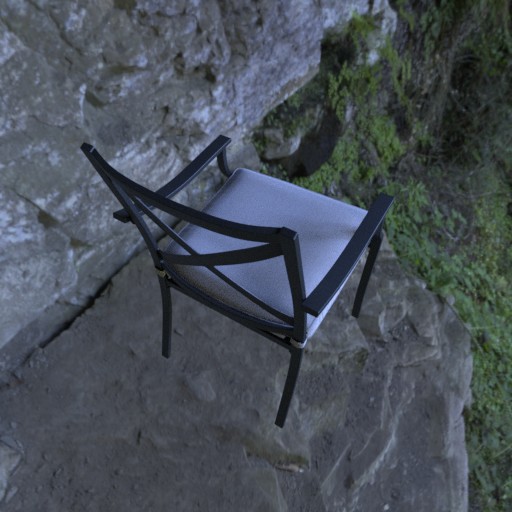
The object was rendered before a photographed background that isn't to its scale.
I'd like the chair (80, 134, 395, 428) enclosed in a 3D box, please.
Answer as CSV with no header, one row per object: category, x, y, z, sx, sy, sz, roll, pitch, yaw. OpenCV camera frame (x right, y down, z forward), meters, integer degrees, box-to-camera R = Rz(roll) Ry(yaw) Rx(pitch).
chair,0.000,0.000,1.281,0.575,0.889,0.620,25,52,21
